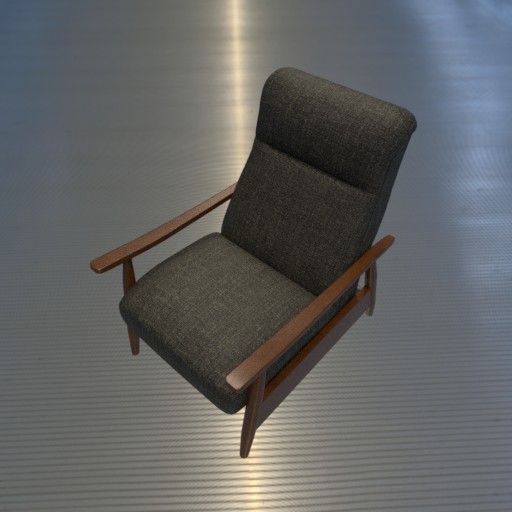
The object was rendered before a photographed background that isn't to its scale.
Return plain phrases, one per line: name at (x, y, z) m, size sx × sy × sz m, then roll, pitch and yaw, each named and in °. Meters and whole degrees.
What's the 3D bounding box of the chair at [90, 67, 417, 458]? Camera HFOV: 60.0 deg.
chair at (0.000, 0.000, 1.782) m, size 0.762 × 1.082 × 1.014 m, roll 33°, pitch 54°, yaw 28°
